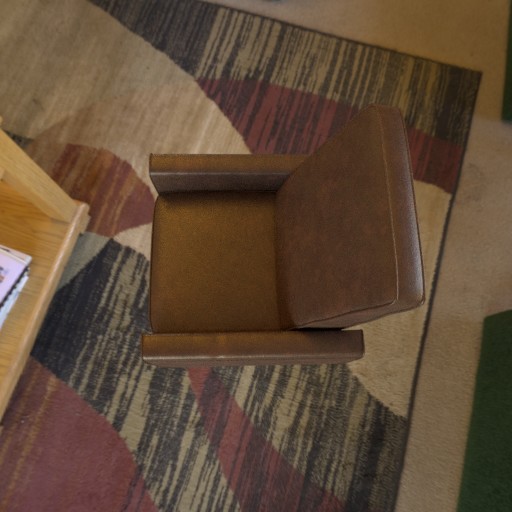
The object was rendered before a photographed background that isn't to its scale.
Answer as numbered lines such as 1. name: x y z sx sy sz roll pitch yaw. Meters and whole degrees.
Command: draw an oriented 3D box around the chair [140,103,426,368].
1. chair: 0.000 0.000 1.503 0.746 1.013 0.705 -1 74 0
